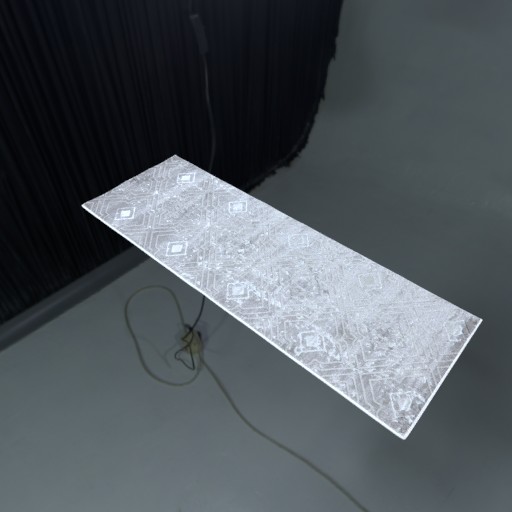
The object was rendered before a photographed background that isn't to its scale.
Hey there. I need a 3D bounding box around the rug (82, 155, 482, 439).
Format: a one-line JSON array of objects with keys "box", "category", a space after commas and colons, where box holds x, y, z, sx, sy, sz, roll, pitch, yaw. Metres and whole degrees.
[{"box": [0.000, 0.000, 2.627, 2.381, 0.035, 0.832, 32, 53, 28], "category": "rug"}]
